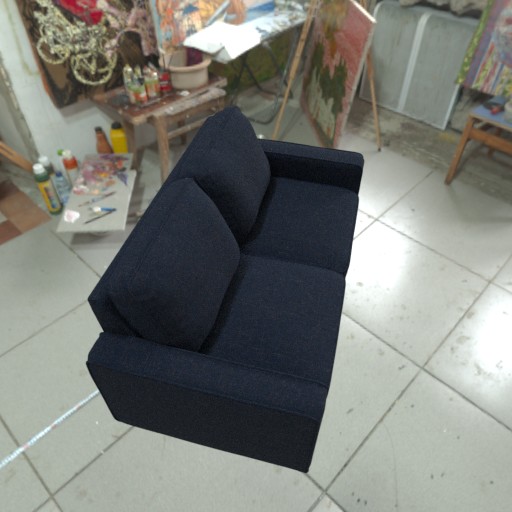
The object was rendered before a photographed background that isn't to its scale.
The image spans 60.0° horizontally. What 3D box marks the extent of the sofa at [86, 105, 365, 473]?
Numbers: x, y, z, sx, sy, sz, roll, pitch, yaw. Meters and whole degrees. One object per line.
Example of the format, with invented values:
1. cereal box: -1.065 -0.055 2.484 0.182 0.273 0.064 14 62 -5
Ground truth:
1. sofa: 0.000 0.000 2.274 0.947 0.918 1.709 11 47 10
